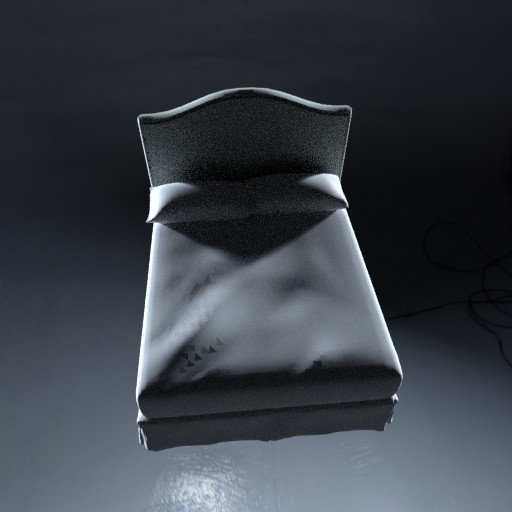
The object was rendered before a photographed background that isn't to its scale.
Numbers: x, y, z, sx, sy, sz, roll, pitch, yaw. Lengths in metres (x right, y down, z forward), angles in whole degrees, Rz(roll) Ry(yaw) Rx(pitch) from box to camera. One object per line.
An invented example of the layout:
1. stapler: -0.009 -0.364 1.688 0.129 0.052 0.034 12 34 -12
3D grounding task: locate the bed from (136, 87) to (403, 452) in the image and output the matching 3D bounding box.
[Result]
1. bed: 0.000 0.000 3.319 1.813 1.607 2.180 -4 46 -3
